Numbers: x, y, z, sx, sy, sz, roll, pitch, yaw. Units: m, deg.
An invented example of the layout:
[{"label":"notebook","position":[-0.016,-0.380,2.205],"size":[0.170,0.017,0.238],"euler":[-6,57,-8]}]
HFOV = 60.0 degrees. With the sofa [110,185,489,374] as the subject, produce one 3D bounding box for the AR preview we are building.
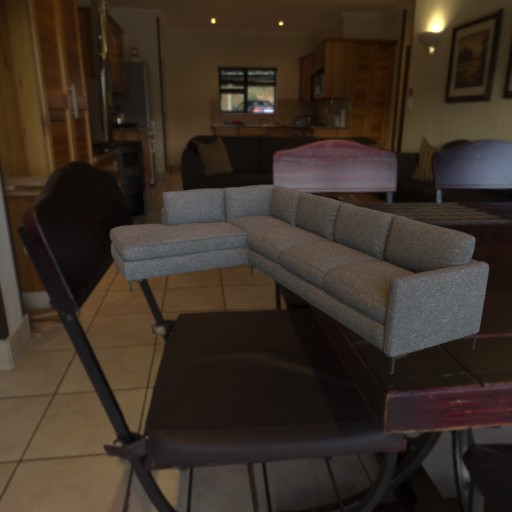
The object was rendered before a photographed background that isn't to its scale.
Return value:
[{"label":"sofa","position":[0.000,0.000,3.772],"size":[2.007,0.815,2.949],"euler":[-8,19,-25]}]
